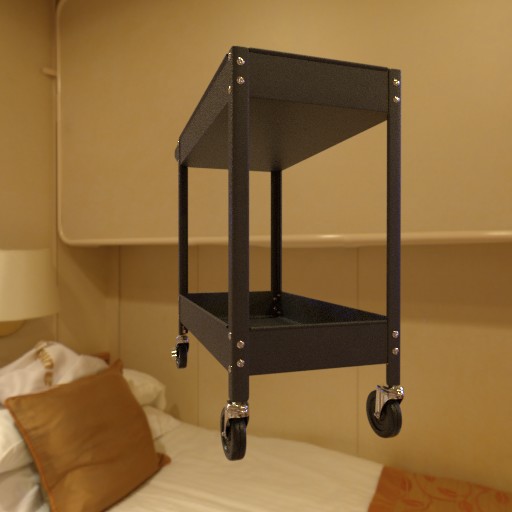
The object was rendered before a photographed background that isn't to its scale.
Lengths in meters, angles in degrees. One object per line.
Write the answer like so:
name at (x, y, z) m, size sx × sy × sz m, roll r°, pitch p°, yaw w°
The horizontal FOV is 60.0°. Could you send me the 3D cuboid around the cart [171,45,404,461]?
cart at (0.000, 0.000, 1.159) m, size 0.366 × 0.719 × 0.779 m, roll 0°, pitch 1°, yaw -18°
